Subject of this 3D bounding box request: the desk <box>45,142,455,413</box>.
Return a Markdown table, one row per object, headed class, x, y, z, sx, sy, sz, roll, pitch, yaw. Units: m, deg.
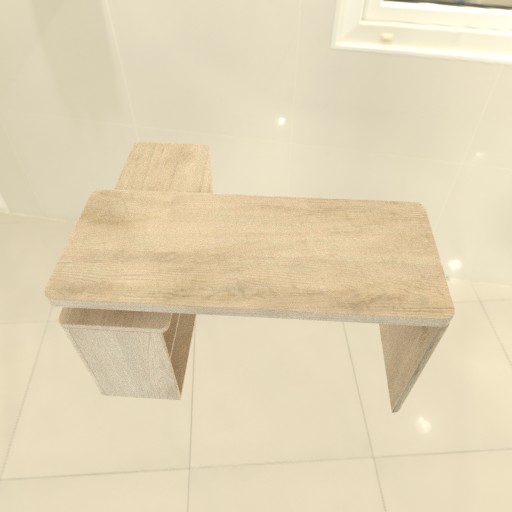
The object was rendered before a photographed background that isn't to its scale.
| class | x | y | z | sx | sy | sz | roll | pitch | yaw |
| --- | --- | --- | --- | --- | --- | --- | --- | --- | --- |
| desk | 0.000 | 0.000 | 2.158 | 1.400 | 0.770 | 1.175 | 3 | 48 | 2 |
